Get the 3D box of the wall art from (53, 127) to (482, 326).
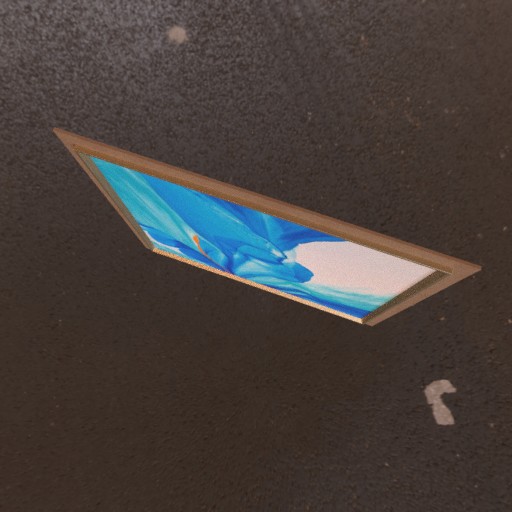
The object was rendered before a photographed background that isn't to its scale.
[{"bbox_3d":[0.000,0.000,1.653,1.168,1.067,0.025,19,75,5],"label":"wall art"}]
